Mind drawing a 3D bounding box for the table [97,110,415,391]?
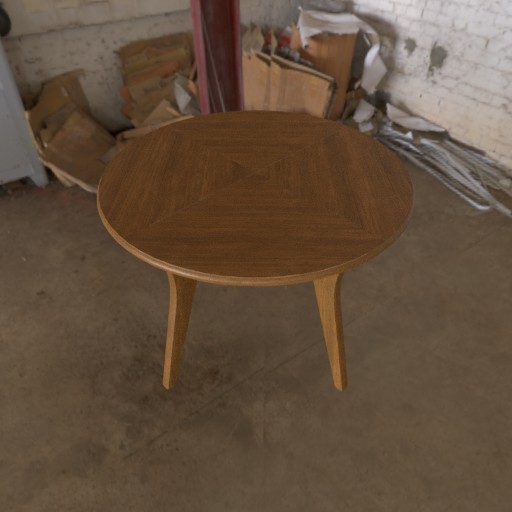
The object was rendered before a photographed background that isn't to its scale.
[{"bbox_3d":[0.000,0.000,1.760,1.055,0.757,1.055,0,41,0],"label":"table"}]
